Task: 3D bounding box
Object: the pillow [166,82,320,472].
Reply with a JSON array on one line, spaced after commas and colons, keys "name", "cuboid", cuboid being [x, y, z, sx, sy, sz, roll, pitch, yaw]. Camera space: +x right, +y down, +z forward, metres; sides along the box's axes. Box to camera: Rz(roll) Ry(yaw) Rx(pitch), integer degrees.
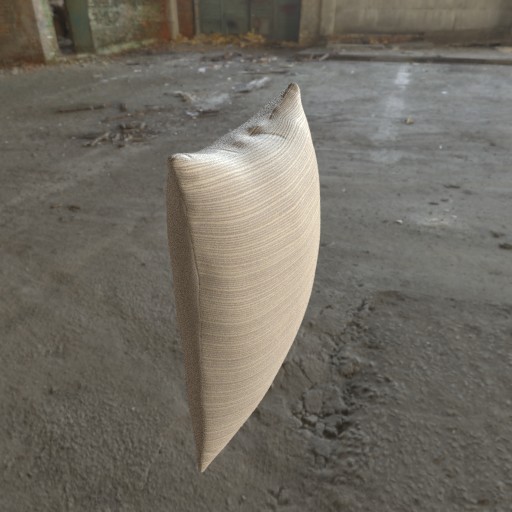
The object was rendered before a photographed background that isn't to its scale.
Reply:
[{"name": "pillow", "cuboid": [0.000, 0.000, 0.764, 0.204, 0.497, 0.512, 9, 31, 16]}]
